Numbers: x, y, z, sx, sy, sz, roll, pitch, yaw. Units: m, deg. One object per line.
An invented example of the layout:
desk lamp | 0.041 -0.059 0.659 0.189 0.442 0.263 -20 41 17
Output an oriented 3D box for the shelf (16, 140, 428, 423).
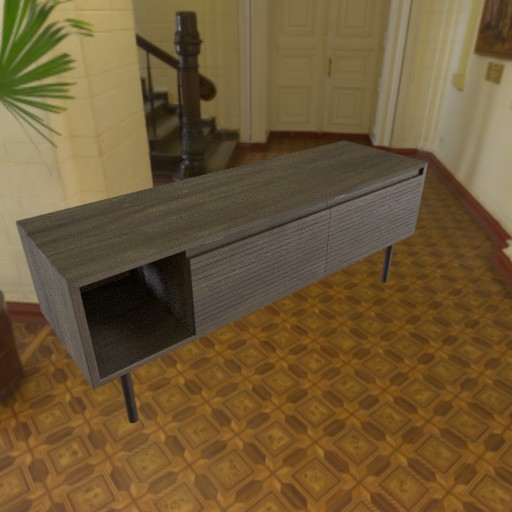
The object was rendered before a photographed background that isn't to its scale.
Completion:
shelf | 0.000 0.000 1.503 1.300 0.495 0.400 -22 36 -34
